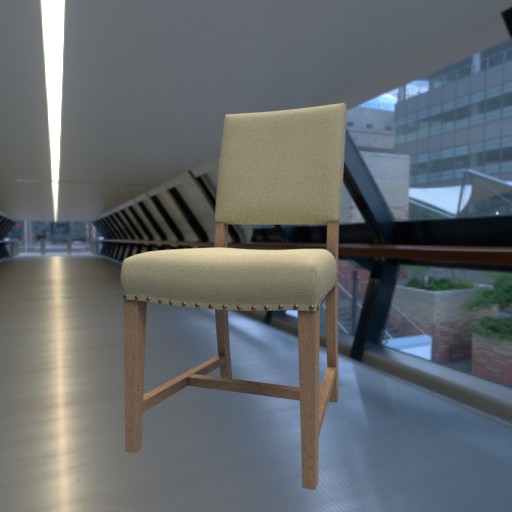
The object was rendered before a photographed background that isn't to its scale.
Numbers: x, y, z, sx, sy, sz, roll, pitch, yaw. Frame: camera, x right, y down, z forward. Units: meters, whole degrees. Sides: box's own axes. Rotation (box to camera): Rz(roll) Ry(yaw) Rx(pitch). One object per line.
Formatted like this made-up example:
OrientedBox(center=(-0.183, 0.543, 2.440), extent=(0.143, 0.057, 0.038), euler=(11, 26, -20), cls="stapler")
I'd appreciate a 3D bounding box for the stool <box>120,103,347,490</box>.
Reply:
OrientedBox(center=(0.000, 0.000, 1.308), extent=(0.508, 0.986, 0.623), euler=(1, 3, 20), cls="stool")
